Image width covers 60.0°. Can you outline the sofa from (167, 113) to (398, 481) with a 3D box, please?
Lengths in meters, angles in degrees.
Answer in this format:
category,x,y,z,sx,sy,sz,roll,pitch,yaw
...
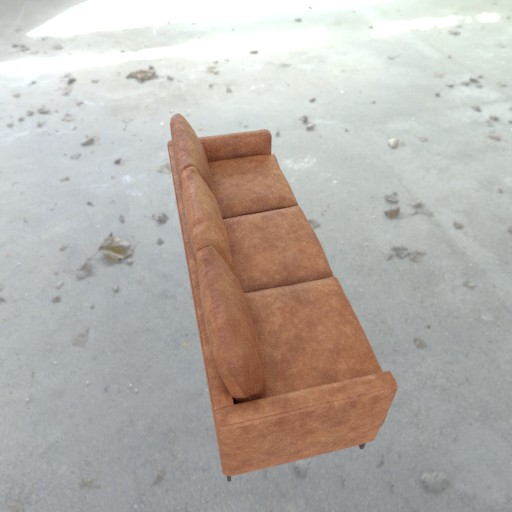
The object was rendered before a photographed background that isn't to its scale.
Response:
category,x,y,z,sx,sy,sz,roll,pitch,yaw
sofa,0.000,0.000,2.433,0.748,0.863,2.029,-9,46,-9
